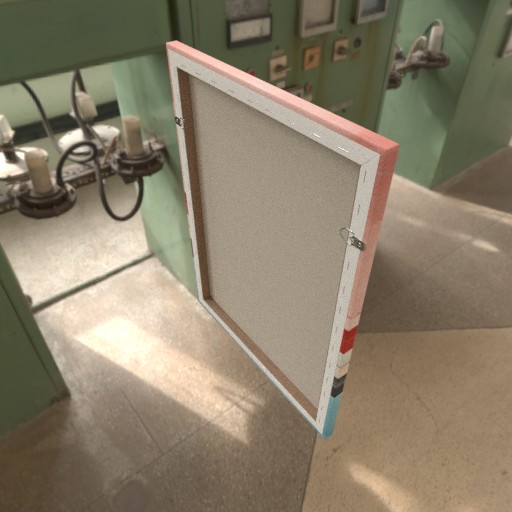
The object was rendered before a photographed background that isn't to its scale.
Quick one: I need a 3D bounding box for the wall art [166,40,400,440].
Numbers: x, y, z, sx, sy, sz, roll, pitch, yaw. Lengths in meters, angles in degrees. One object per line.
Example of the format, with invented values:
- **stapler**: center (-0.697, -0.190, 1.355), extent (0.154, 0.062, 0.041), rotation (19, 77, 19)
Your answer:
- **wall art**: center (0.000, 0.000, 1.310), extent (0.039, 1.016, 0.761), rotation (-27, 48, -27)
